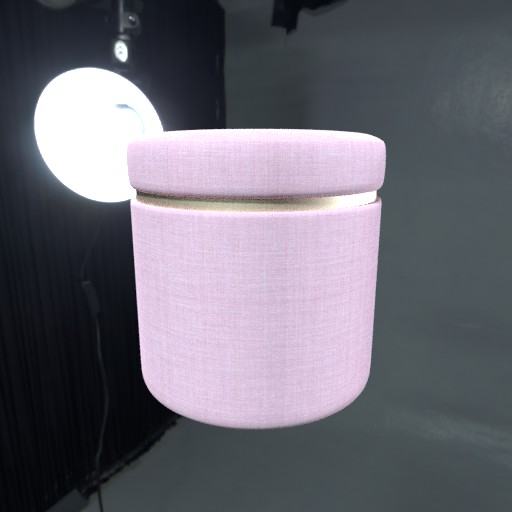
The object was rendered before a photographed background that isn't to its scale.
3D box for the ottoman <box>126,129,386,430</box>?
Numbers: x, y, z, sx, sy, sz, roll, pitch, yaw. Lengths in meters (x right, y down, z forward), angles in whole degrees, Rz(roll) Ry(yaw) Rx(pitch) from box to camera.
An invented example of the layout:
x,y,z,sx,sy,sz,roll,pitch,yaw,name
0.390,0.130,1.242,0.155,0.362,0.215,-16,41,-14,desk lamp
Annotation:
x,y,z,sx,sy,sz,roll,pitch,yaw,name
0.000,0.000,0.749,0.400,0.406,0.400,0,14,0,ottoman
